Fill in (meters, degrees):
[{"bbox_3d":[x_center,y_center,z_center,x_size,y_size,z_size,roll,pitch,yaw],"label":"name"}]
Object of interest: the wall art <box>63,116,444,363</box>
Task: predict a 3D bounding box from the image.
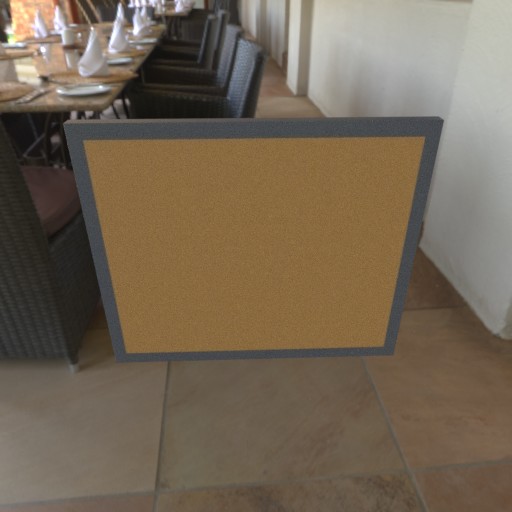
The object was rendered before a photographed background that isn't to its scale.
[{"bbox_3d":[0.000,0.000,0.921,0.660,0.558,0.026,-1,31,-2],"label":"wall art"}]
